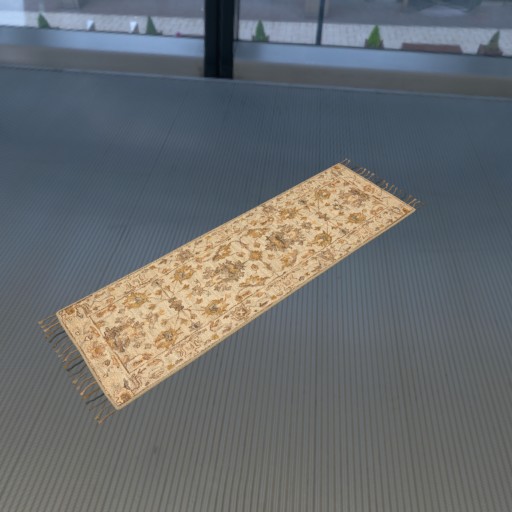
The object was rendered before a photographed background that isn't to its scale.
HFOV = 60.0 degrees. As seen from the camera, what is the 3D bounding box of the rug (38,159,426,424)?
[{"bbox_3d":[0.000,0.000,2.711,2.438,0.021,0.729,-31,53,-26],"label":"rug"}]
